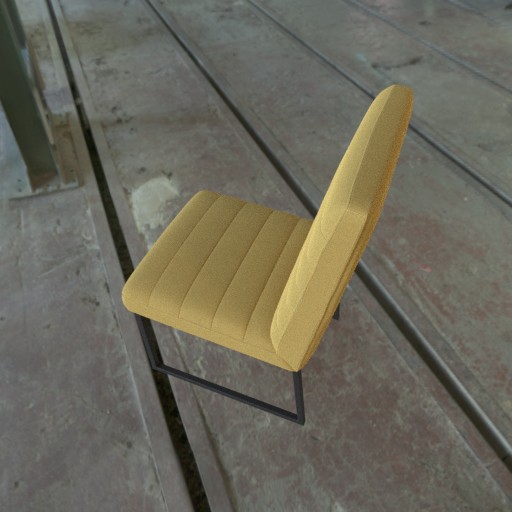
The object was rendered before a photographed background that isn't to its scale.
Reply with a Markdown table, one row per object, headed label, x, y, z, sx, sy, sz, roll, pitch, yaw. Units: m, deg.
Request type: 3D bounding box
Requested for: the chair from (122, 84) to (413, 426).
| label | x | y | z | sx | sy | sz | roll | pitch | yaw |
| --- | --- | --- | --- | --- | --- | --- | --- | --- | --- |
| chair | 0.000 | 0.000 | 1.298 | 0.634 | 0.930 | 0.520 | 16 | 48 | 15 |
